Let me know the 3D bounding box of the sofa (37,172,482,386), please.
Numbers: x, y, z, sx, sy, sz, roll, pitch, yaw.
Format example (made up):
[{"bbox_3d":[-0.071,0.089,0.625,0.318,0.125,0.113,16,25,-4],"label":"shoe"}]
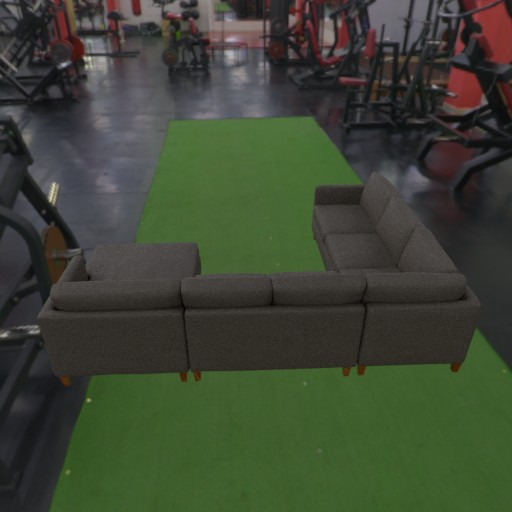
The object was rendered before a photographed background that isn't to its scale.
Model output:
[{"bbox_3d":[0.000,0.000,4.598,3.460,0.961,2.594,-1,31,-2],"label":"sofa"}]
